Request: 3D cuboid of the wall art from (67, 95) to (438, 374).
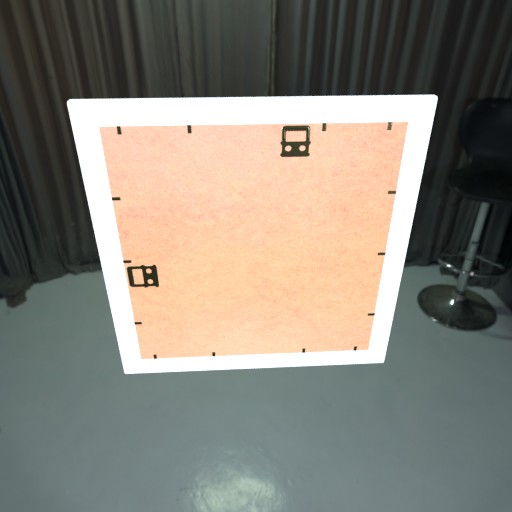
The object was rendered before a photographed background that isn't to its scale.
[{"bbox_3d":[0.000,0.000,0.851,0.584,0.584,0.013,-2,31,-3],"label":"wall art"}]
